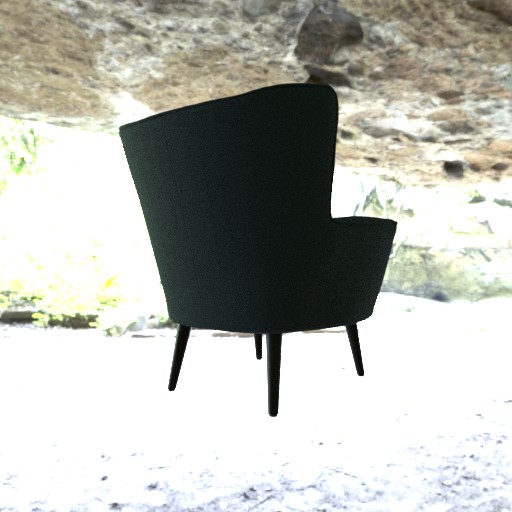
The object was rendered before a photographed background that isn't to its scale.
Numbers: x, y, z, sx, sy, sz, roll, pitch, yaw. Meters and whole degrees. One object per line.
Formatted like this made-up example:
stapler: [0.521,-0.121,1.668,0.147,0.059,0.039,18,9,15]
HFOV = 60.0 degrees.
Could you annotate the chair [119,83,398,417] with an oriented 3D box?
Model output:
chair: [0.000,0.000,1.579,0.781,0.933,0.888,0,-1,36]
